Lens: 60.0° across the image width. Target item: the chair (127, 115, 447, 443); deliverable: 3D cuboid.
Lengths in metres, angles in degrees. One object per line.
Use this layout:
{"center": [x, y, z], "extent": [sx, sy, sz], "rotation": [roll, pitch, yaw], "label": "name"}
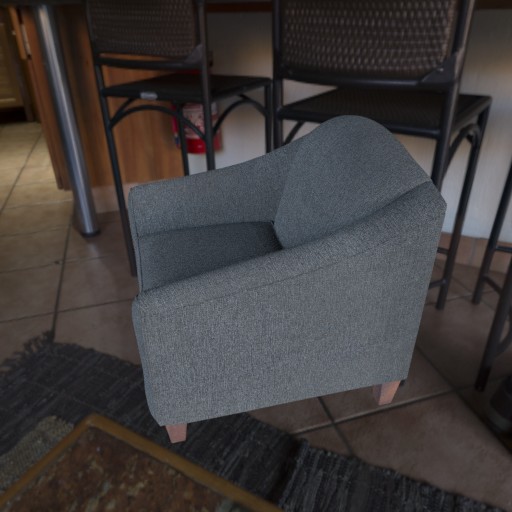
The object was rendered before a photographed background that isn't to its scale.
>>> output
{"center": [0.000, 0.000, 1.451], "extent": [0.787, 0.839, 0.763], "rotation": [-8, 31, -13], "label": "chair"}
